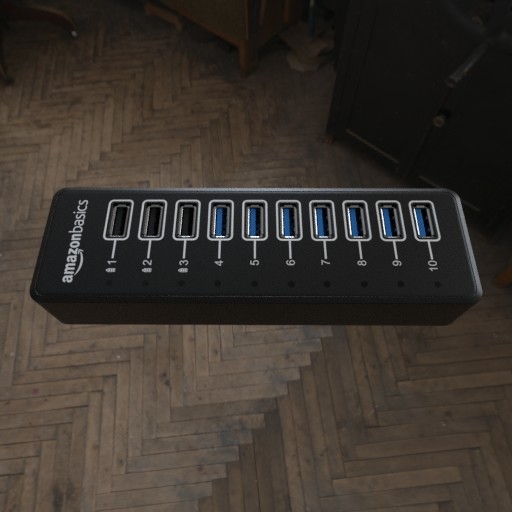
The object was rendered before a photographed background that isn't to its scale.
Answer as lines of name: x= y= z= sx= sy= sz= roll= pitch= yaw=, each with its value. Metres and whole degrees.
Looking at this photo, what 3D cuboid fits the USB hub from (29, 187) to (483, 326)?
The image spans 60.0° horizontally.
USB hub: x=0.000 y=0.000 z=0.159 sx=0.145 sy=0.023 sz=0.044 roll=0 pitch=63 yaw=0
